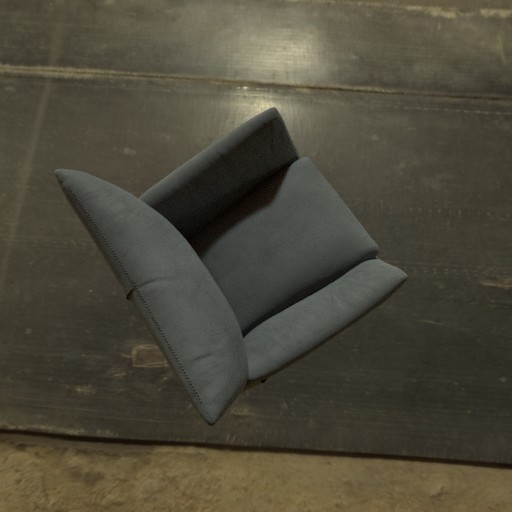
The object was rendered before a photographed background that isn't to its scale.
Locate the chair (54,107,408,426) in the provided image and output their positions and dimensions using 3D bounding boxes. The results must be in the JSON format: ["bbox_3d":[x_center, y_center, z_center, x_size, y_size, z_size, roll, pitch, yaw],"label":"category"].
[{"bbox_3d":[0.000,0.000,1.402,0.709,0.858,0.678,-33,78,-8],"label":"chair"}]
